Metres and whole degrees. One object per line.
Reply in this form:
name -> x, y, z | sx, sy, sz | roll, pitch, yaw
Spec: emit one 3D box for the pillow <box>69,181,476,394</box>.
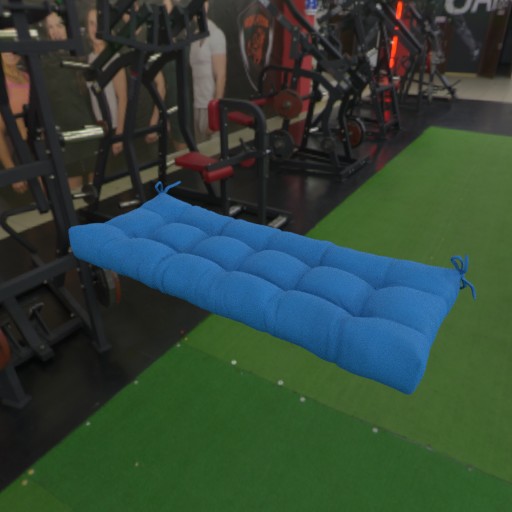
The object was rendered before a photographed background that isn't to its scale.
pillow -> 0.000, 0.000, 1.340 | 1.194, 0.174, 0.511 | 17, 33, 29
